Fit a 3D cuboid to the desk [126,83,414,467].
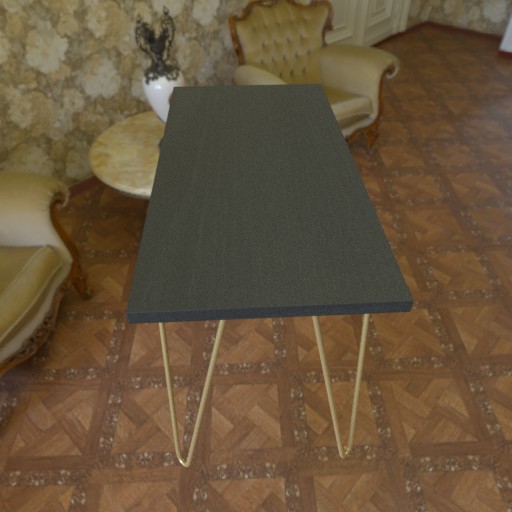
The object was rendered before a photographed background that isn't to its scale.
[{"bbox_3d":[0.000,0.000,1.353,0.499,0.660,0.991,-2,42,-2],"label":"desk"}]
